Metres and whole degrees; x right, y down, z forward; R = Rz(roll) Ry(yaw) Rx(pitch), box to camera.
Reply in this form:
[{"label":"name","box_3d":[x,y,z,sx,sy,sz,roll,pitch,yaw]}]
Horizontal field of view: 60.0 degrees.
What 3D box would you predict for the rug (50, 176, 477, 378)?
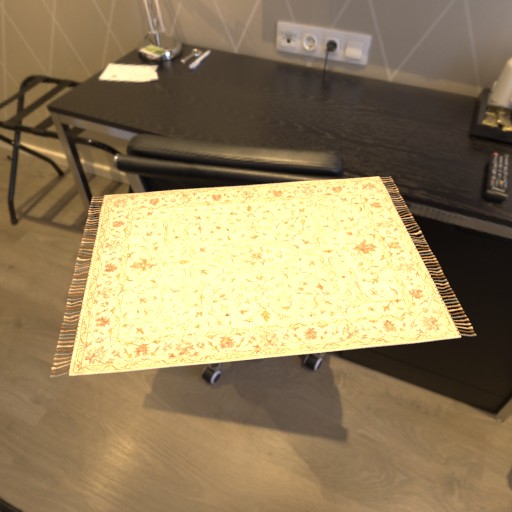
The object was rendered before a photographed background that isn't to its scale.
[{"label":"rug","box_3d":[0.000,0.000,2.324,1.861,0.017,1.218,-5,46,-4]}]
